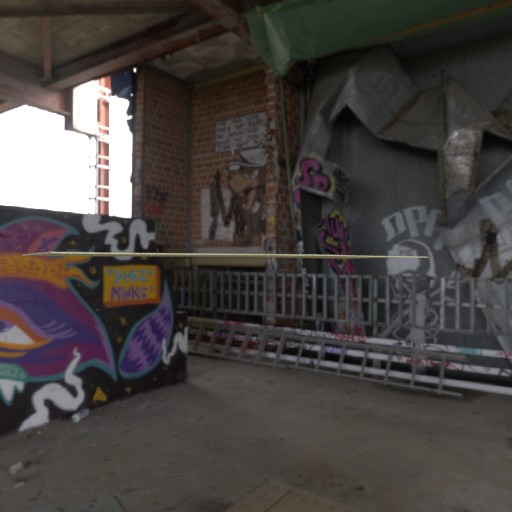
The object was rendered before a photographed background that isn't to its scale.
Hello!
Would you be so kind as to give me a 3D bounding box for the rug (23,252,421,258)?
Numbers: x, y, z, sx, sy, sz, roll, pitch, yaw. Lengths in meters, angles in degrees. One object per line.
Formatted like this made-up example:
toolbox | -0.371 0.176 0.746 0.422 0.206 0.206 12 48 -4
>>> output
rug | 0.000 0.000 2.573 2.340 0.013 0.686 1 -1 -35
